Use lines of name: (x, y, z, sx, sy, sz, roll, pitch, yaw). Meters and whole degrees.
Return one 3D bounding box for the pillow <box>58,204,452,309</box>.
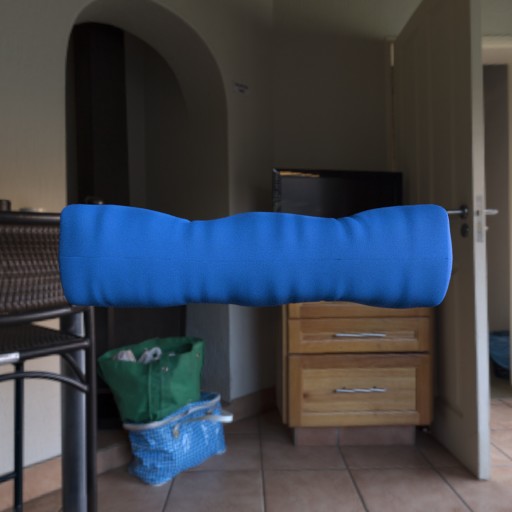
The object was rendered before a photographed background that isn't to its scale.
pillow: (0.000, 0.000, 0.734, 0.468, 0.128, 0.490, 0, 0, 1)
